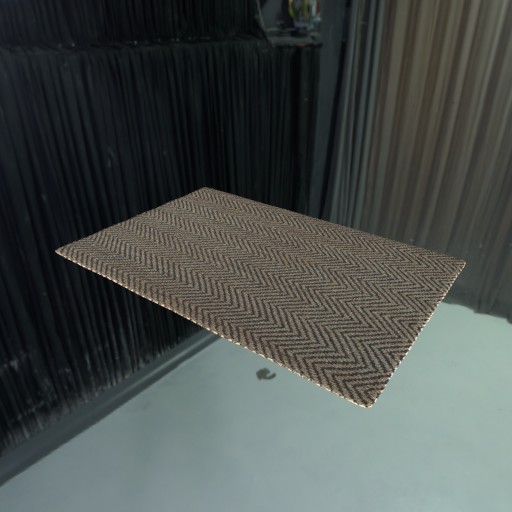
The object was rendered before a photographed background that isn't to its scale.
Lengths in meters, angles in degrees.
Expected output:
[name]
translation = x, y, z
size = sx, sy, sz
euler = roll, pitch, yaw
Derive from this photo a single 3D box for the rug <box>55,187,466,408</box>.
[rug]
translation = 0.000, 0.000, 2.349
size = 1.828, 0.008, 1.219
euler = 20, 35, 31
